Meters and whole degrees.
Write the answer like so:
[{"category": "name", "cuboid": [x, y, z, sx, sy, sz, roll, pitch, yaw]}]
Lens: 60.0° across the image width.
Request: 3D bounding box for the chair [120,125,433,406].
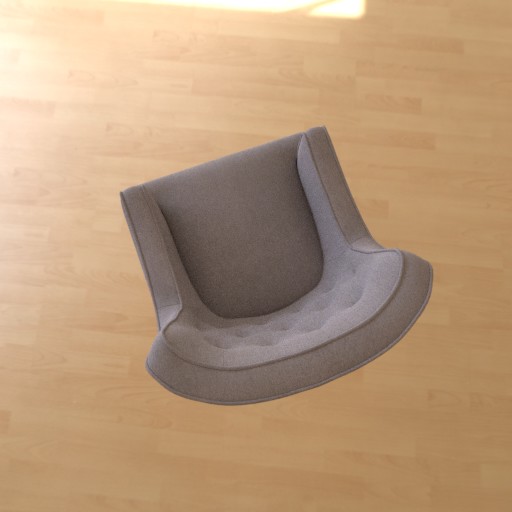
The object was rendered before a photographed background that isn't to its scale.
[{"category": "chair", "cuboid": [0.000, 0.000, 1.591, 0.781, 0.919, 0.910, -19, 77, -4]}]
